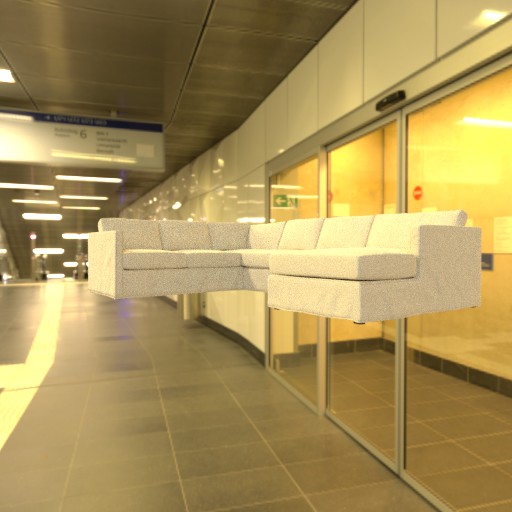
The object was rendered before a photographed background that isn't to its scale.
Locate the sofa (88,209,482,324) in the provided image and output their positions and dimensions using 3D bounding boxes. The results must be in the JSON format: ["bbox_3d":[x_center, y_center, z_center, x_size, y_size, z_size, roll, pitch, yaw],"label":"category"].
[{"bbox_3d":[0.000,0.000,4.537,2.427,0.882,3.460,-1,1,-36],"label":"sofa"}]
